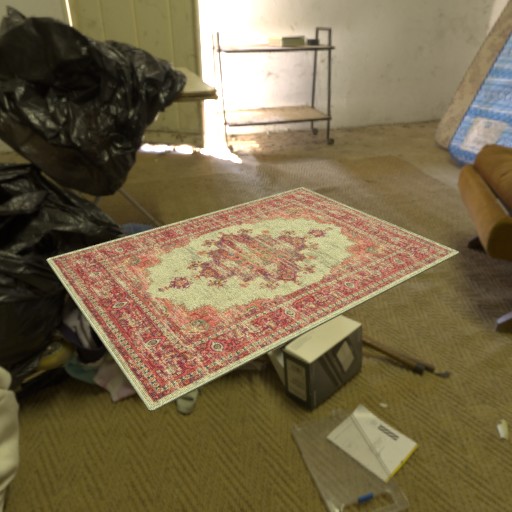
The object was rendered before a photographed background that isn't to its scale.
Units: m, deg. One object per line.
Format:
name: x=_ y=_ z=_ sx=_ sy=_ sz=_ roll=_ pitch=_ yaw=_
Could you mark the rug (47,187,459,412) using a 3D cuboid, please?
rug: x=0.000 y=0.000 z=2.280 sx=1.747 sy=0.011 sz=1.217 roll=-20 pitch=35 yaw=-32
